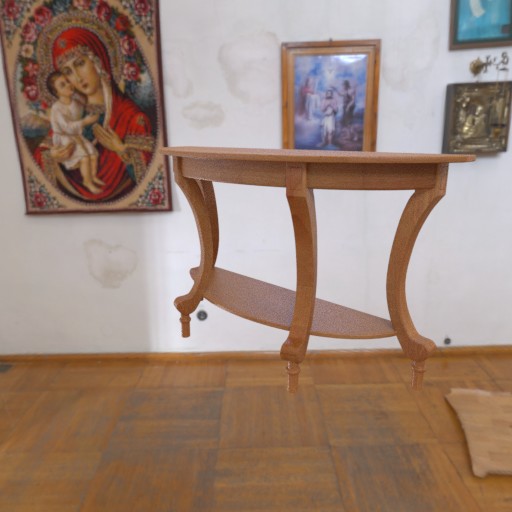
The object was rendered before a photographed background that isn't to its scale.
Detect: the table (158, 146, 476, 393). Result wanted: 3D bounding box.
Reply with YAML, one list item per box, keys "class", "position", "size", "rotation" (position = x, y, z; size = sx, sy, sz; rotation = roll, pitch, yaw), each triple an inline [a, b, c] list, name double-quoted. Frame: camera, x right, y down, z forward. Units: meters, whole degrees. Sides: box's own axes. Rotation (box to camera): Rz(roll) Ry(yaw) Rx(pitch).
- class: "table"
  position: [0.000, 0.000, 1.499]
  size: [1.198, 0.692, 0.394]
  rotation: [15, 21, 42]
